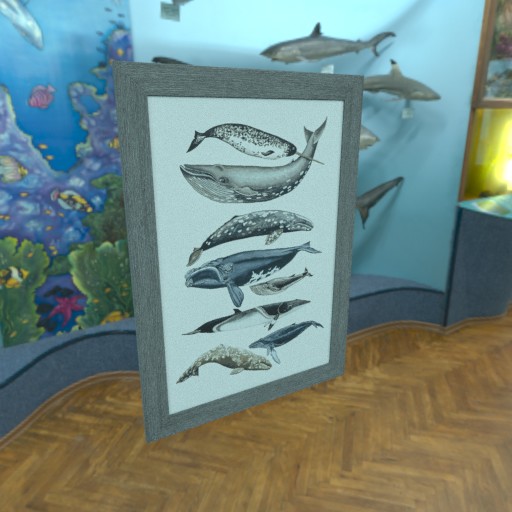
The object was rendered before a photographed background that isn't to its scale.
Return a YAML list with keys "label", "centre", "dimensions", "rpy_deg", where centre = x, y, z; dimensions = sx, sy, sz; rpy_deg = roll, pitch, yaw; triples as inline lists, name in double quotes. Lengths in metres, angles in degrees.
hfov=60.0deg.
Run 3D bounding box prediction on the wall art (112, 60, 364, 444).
- label: "wall art"
  centre: [0.000, 0.000, 1.374]
  dimensions: [0.768, 1.070, 0.020]
  rpy_deg: [-10, 20, -28]
